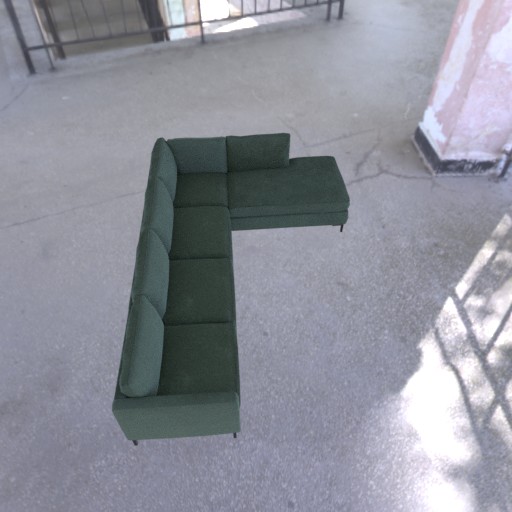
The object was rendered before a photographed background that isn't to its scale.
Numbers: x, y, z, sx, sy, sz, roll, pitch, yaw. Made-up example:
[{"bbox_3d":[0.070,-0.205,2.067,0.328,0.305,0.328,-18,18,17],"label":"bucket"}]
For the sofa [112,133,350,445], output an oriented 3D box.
[{"bbox_3d":[0.000,0.000,3.312,1.707,0.687,2.486,-3,47,-3],"label":"sofa"}]
